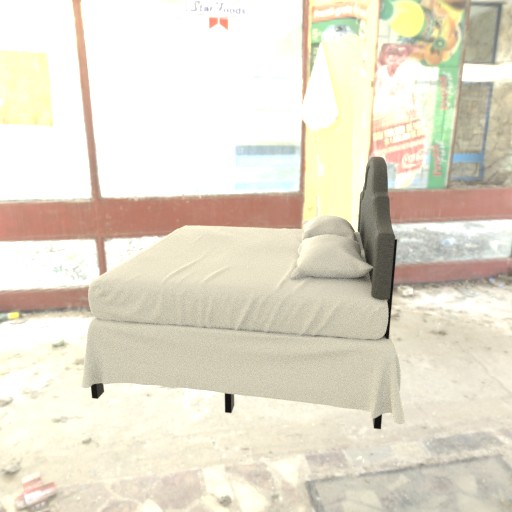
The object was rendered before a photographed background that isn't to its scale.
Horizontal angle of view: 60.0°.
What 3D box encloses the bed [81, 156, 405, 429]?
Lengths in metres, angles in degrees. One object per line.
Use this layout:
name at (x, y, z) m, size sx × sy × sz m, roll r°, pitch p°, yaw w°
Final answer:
bed at (0.000, 0.000, 3.691) m, size 2.222 × 1.631 × 2.303 m, roll 3°, pitch 15°, yaw 10°
